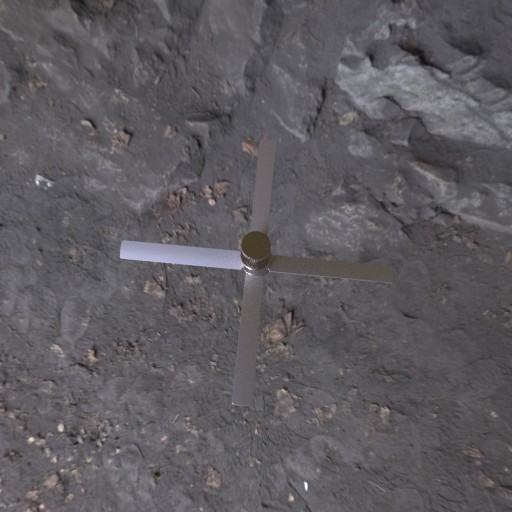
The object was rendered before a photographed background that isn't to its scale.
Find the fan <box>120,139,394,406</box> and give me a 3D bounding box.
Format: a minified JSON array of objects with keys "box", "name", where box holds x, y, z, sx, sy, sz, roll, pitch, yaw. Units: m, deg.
[{"box":[0.000,0.000,2.028,1.322,0.355,1.322,5,75,1],"name":"fan"}]
